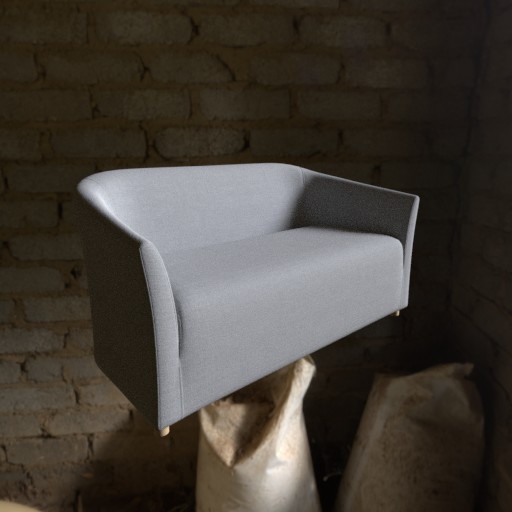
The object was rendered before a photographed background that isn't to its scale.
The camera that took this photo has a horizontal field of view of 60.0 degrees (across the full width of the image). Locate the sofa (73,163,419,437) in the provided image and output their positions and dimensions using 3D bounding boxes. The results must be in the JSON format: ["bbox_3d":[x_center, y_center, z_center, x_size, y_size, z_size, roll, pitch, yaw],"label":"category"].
[{"bbox_3d":[0.000,0.000,1.856,1.452,0.721,0.705,-13,19,-42],"label":"sofa"}]
